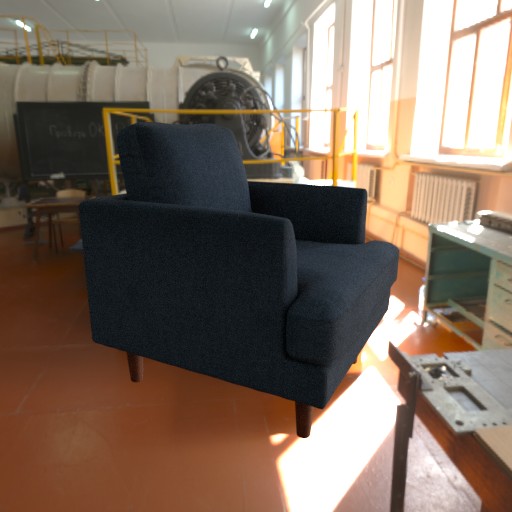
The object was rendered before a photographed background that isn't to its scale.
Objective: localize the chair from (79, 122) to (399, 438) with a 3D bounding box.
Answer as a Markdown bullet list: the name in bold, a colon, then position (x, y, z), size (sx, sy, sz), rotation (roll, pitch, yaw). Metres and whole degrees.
- **chair**: position (0.000, 0.000, 1.645), size (0.899, 0.957, 0.858), rotation (8, 17, 27)
